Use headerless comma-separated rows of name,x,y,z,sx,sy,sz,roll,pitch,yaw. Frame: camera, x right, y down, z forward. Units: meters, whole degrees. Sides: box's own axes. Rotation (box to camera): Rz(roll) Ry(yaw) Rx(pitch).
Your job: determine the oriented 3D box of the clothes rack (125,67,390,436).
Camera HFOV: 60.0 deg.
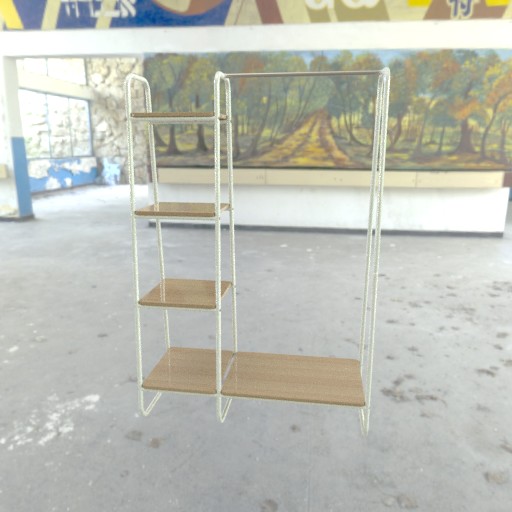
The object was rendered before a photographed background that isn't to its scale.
clothes rack,0.000,0.000,1.942,1.011,1.500,0.400,2,14,8
